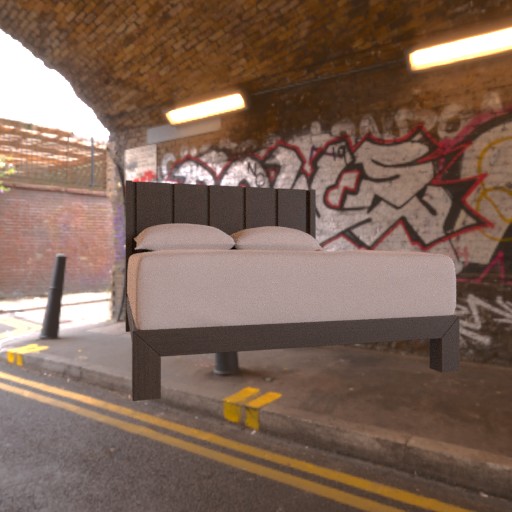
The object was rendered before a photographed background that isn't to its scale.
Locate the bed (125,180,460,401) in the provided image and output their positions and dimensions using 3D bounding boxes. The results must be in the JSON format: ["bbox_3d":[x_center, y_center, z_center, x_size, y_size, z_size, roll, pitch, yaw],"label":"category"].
[{"bbox_3d":[0.000,0.000,3.123,1.735,1.261,1.992,0,0,-17],"label":"bed"}]
